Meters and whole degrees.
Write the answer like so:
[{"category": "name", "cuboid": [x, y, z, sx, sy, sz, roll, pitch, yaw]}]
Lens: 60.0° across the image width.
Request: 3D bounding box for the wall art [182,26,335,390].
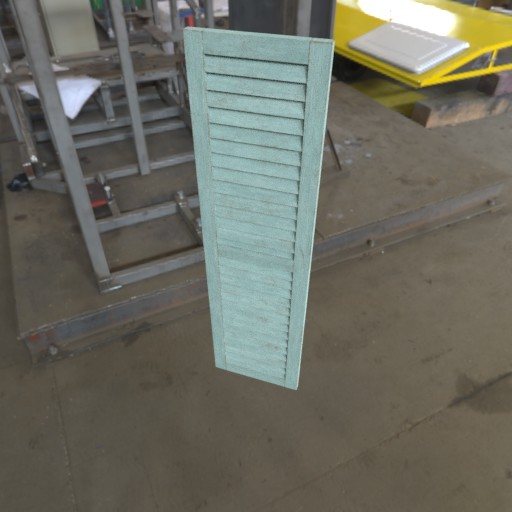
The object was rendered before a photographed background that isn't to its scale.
[{"category": "wall art", "cuboid": [0.000, 0.000, 1.323, 0.329, 1.219, 0.025, 12, 42, 14]}]
